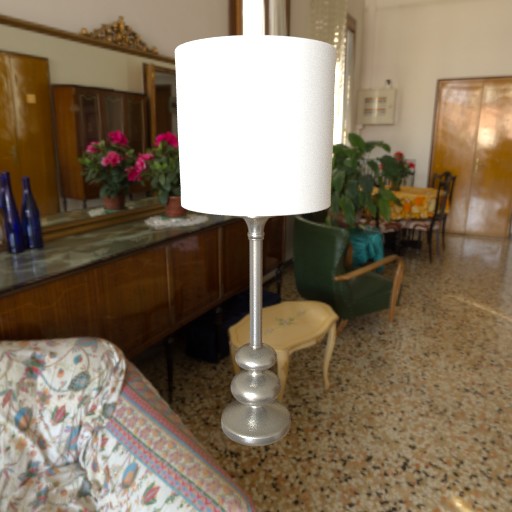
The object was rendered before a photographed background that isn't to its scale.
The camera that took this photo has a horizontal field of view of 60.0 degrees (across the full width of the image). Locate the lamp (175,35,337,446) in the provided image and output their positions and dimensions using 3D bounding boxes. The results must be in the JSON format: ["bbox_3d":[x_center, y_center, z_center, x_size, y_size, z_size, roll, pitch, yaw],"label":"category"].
[{"bbox_3d":[0.000,0.000,0.788,0.254,0.690,0.254,-2,15,-9],"label":"lamp"}]
